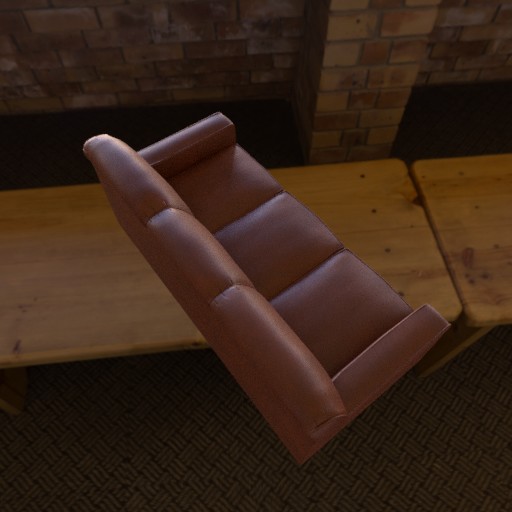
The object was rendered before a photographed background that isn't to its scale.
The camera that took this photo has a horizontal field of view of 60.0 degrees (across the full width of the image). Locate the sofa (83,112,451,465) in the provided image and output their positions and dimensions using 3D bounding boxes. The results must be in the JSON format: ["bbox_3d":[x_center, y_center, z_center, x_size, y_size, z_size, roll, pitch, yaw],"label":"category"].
[{"bbox_3d":[0.000,0.000,2.614,1.008,0.953,2.039,-33,63,-19],"label":"sofa"}]
